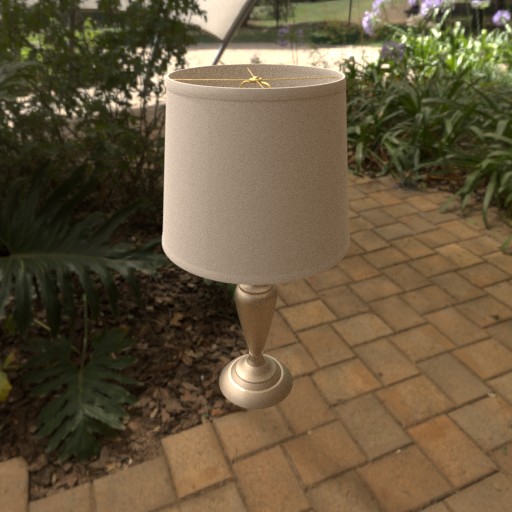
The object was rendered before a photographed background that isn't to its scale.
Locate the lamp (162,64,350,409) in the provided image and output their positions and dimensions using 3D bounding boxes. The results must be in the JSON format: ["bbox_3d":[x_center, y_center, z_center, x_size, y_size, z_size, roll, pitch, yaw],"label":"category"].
[{"bbox_3d":[0.000,0.000,0.809,0.328,0.619,0.328,0,30,0],"label":"lamp"}]
